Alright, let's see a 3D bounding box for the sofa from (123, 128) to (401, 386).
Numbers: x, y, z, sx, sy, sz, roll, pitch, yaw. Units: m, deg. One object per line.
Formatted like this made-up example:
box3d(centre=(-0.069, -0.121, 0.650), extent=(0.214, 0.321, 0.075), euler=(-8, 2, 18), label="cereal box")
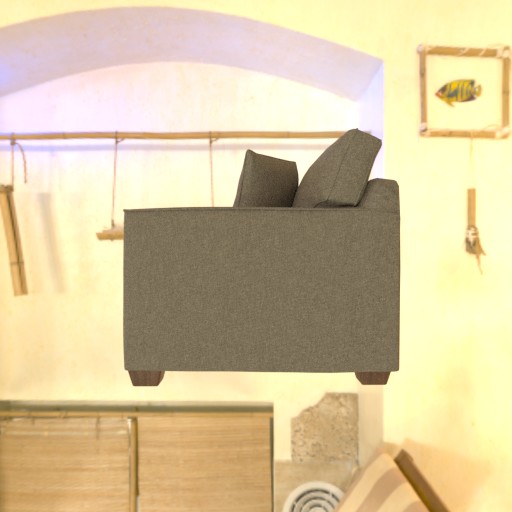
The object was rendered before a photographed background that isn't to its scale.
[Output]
box3d(centre=(0.000, 0.000, 2.554), extent=(1.034, 0.946, 1.963), euler=(0, 0, -1), label="sofa")
